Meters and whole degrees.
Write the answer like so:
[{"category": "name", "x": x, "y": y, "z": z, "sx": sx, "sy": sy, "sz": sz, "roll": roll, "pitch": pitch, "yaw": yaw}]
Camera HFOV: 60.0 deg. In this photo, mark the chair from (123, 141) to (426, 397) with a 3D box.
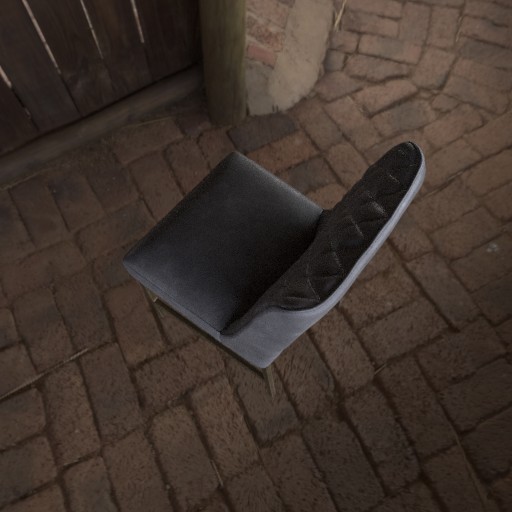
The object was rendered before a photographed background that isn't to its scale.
[{"category": "chair", "x": 0.000, "y": 0.000, "z": 1.254, "sx": 0.587, "sy": 0.889, "sz": 0.508, "roll": 35, "pitch": 69, "yaw": 16}]
